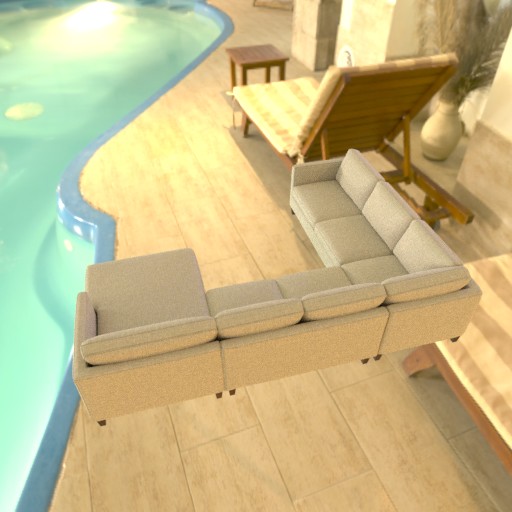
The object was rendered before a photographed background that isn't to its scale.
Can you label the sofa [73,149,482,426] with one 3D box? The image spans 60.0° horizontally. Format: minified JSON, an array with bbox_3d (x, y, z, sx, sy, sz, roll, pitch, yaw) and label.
[{"bbox_3d":[0.000,0.000,4.530,3.403,0.889,2.551,-10,42,-11],"label":"sofa"}]
